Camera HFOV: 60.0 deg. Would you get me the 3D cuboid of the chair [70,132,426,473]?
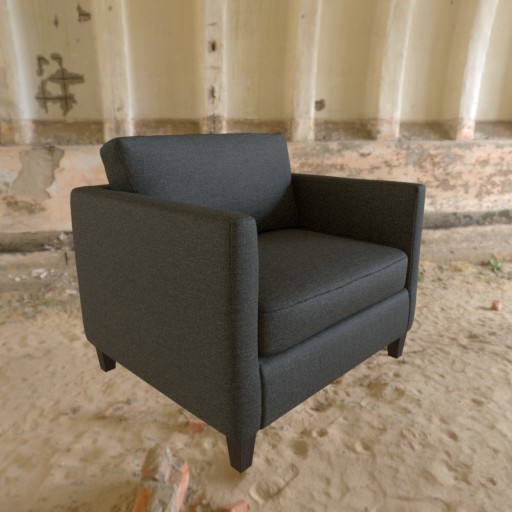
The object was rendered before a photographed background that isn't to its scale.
[{"bbox_3d":[0.000,0.000,1.793,0.959,0.963,1.107,15,21,42],"label":"chair"}]
